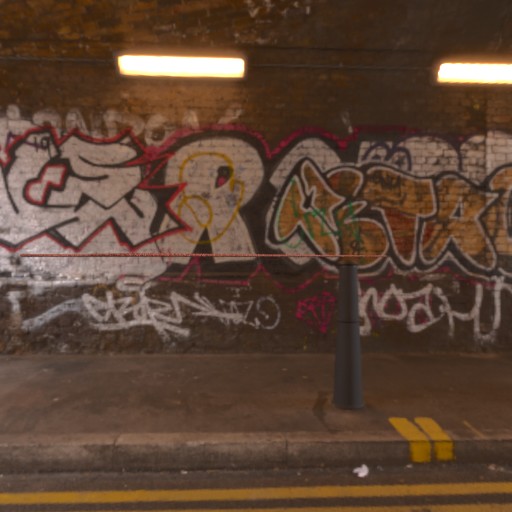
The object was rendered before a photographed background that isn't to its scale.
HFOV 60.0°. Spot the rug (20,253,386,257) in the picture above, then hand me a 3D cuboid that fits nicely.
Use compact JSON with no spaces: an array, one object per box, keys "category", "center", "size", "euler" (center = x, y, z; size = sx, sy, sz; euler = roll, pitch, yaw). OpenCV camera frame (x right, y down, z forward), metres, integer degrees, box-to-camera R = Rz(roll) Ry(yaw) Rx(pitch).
[{"category":"rug","center":[0.000,0.000,2.514],"size":[0.687,0.012,2.307],"euler":[0,0,36]}]
